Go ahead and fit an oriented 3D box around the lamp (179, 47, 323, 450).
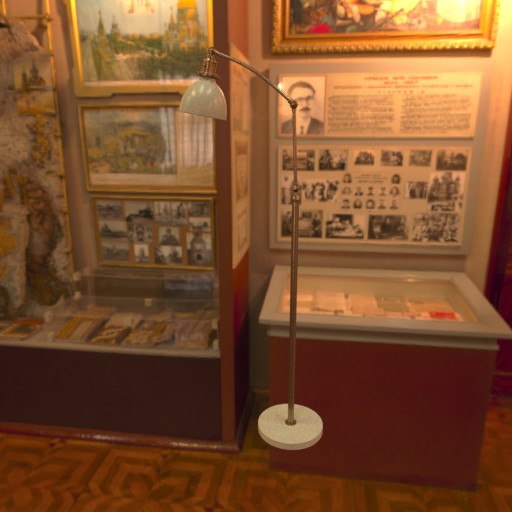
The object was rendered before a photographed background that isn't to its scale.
[{"bbox_3d":[0.000,0.000,1.814,0.599,1.586,0.288,3,15,10],"label":"lamp"}]
